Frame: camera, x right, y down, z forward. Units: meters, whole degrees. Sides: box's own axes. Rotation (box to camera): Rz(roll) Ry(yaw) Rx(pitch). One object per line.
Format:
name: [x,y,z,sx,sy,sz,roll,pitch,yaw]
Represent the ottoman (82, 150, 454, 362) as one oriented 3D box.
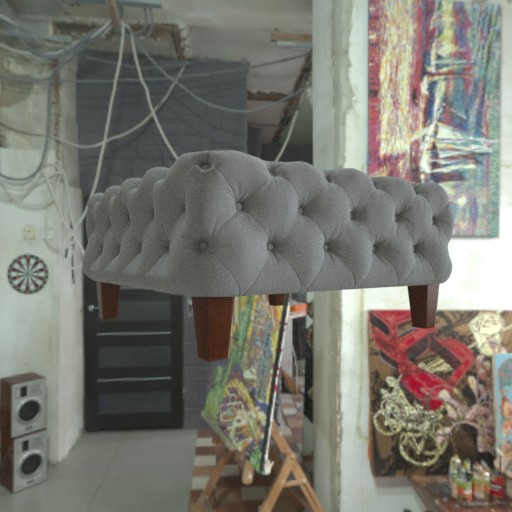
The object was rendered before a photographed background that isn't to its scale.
ottoman: [0.000,0.000,1.451,0.911,0.439,0.917,0,0,-35]
